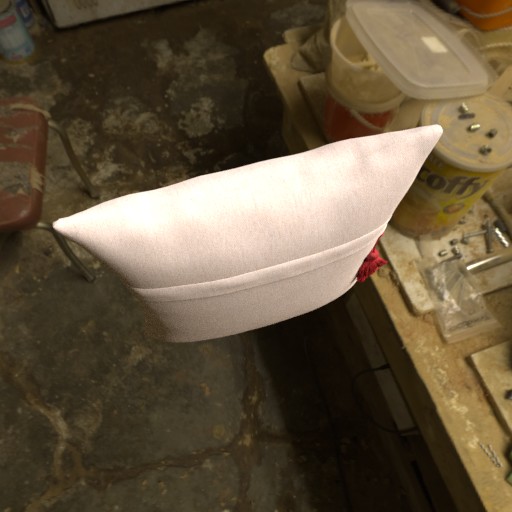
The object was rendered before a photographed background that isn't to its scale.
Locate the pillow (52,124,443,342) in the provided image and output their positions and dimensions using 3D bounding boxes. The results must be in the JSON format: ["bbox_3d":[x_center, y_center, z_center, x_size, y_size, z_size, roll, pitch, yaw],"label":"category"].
[{"bbox_3d":[0.000,0.000,0.668,0.433,0.436,0.173,-16,65,-8],"label":"pillow"}]
